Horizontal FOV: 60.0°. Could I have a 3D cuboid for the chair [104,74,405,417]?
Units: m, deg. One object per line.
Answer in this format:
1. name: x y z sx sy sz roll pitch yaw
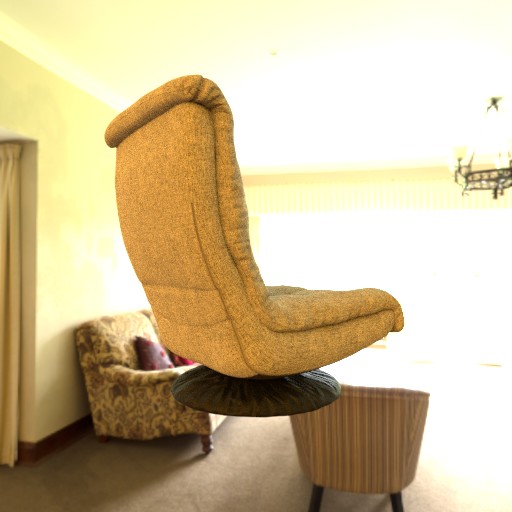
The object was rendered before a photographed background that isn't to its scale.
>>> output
1. chair: 0.000 0.000 0.988 0.583 0.600 0.400 1 -1 -35
